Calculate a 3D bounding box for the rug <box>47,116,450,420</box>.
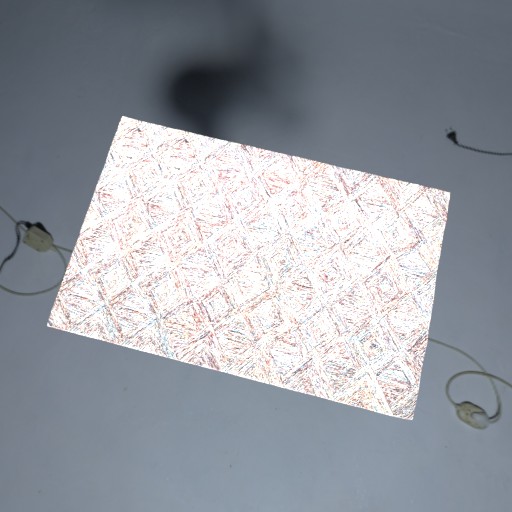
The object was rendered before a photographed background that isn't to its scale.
[{"bbox_3d":[0.000,0.000,2.176,1.761,0.014,1.143,14,77,3],"label":"rug"}]
